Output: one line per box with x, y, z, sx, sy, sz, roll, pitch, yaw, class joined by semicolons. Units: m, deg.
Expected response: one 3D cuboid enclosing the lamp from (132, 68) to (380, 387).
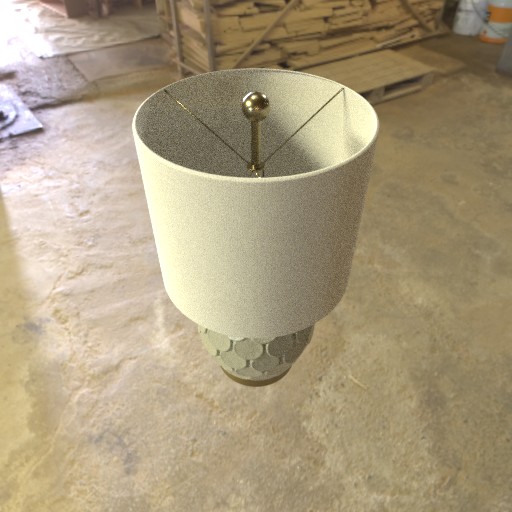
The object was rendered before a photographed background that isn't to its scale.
0.000;0.000;0.603;0.254;0.452;0.254;0;43;0;lamp
